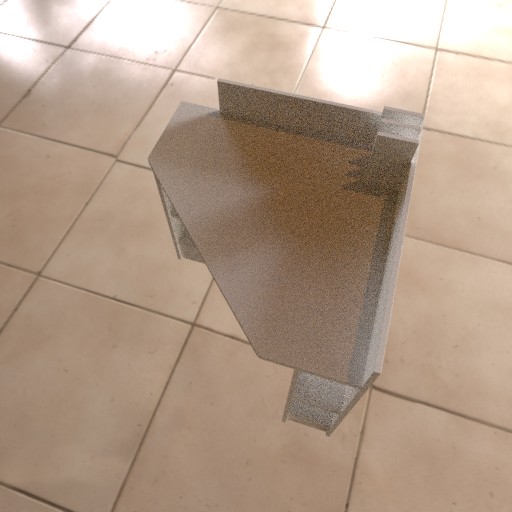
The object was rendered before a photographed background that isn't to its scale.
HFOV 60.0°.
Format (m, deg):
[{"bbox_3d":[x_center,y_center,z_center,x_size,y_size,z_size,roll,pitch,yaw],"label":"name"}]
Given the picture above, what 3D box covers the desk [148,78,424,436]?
[{"bbox_3d":[0.000,0.000,1.746,0.940,0.986,0.940,15,60,9],"label":"desk"}]
